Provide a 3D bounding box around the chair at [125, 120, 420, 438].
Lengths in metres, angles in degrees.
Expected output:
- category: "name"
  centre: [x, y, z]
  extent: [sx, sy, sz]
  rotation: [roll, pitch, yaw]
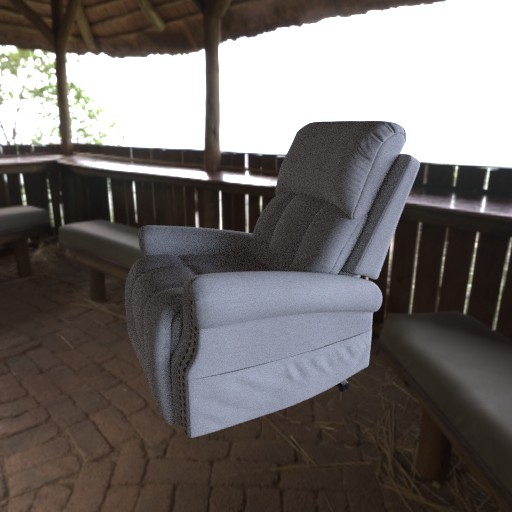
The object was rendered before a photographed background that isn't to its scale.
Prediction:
- category: "chair"
  centre: [0.000, 0.000, 1.762]
  extent: [0.979, 1.031, 0.871]
  rotation: [-7, 18, -24]
